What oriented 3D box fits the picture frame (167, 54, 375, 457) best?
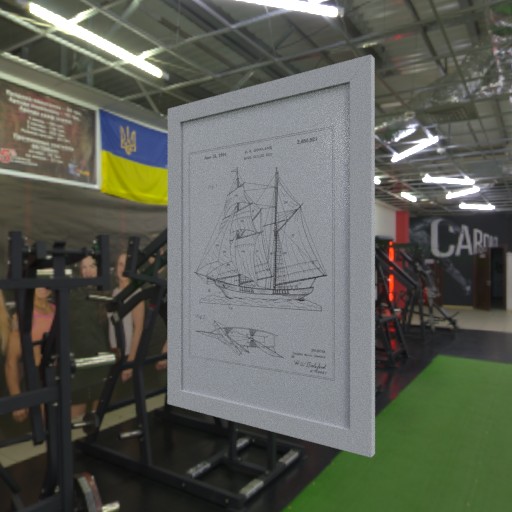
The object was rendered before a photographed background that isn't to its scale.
[{"bbox_3d":[0.000,0.000,0.601,0.326,0.459,0.011,0,0,35],"label":"picture frame"}]
